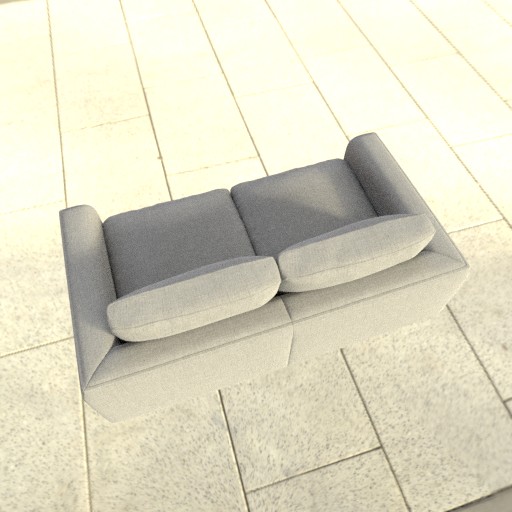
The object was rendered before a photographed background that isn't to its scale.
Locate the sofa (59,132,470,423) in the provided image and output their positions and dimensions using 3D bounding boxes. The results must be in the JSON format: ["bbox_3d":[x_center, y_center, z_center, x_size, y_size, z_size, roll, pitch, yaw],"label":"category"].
[{"bbox_3d":[0.000,0.000,2.394,1.920,0.800,1.069,-16,59,-10],"label":"sofa"}]
